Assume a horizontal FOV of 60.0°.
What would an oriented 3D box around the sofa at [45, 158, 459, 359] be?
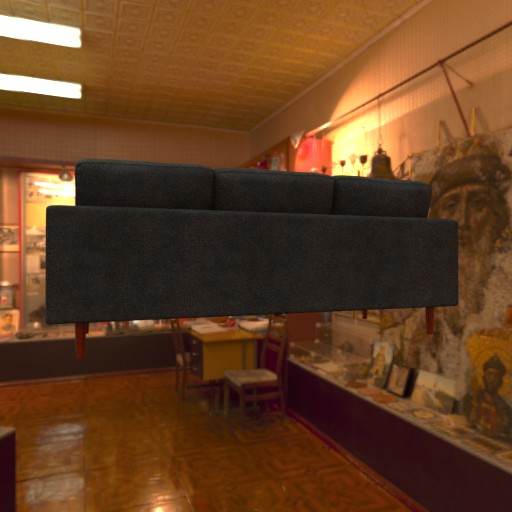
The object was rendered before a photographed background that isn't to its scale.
[{"bbox_3d":[0.000,0.000,2.664,2.246,0.930,0.903,0,0,-19],"label":"sofa"}]
